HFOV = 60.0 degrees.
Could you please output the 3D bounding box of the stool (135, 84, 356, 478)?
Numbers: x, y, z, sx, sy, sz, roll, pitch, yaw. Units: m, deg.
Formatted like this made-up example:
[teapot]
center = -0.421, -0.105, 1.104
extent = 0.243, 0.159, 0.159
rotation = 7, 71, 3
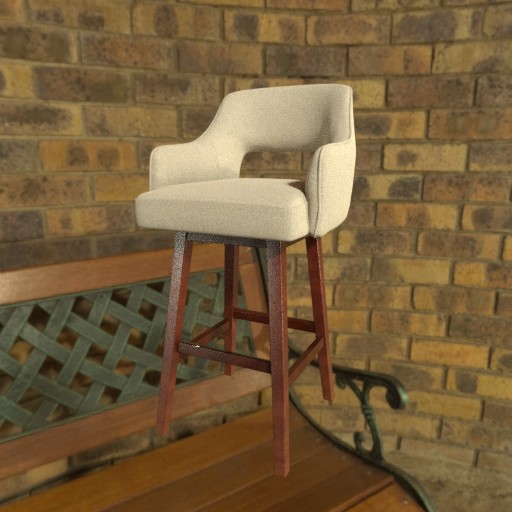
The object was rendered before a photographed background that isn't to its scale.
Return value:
[stool]
center = 0.000, 0.000, 1.348
extent = 0.550, 1.041, 0.560
rotation = 6, 14, 26
